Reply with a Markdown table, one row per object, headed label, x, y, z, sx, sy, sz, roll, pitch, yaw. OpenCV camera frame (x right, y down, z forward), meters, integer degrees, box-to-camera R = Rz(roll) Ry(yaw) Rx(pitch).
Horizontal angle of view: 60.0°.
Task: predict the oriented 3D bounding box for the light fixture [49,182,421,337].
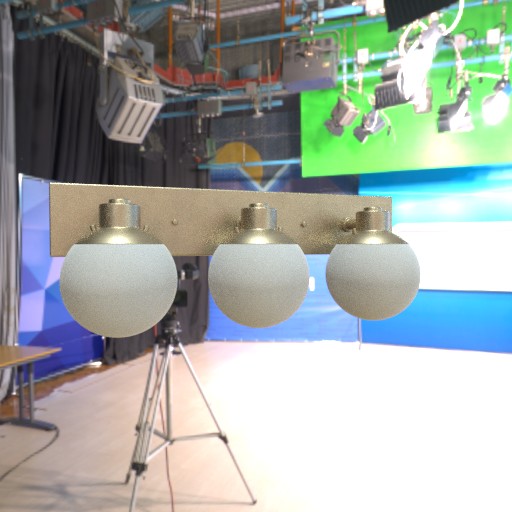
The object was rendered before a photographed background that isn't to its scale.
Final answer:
| label | x | y | z | sx | sy | sz | roll | pitch | yaw |
| --- | --- | --- | --- | --- | --- | --- | --- | --- | --- |
| light fixture | 0.000 | 0.000 | 0.832 | 0.721 | 0.263 | 0.218 | -1 | 2 | -19 |
